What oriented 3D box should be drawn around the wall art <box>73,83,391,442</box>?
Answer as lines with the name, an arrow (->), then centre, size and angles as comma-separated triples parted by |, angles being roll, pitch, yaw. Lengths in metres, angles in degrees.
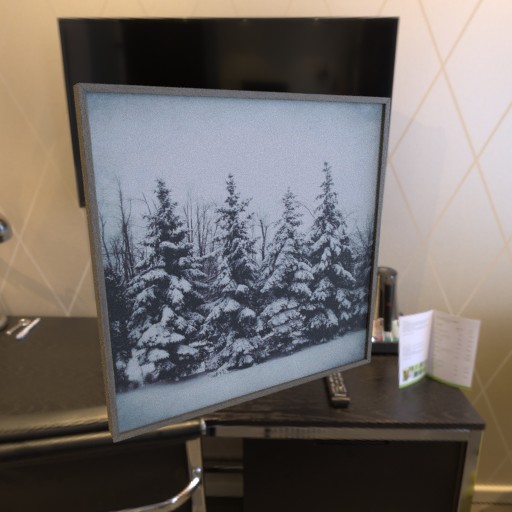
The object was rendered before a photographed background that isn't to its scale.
wall art -> 0.000, 0.000, 0.731 | 0.507, 0.507, 0.037 | -8, 18, -27
